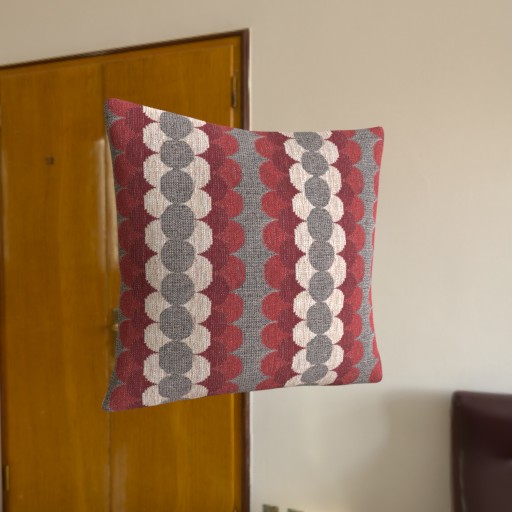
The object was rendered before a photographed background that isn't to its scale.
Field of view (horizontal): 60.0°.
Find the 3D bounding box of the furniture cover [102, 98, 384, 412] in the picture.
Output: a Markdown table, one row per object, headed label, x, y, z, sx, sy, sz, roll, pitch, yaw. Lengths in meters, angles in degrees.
| label | x | y | z | sx | sy | sz | roll | pitch | yaw |
| --- | --- | --- | --- | --- | --- | --- | --- | --- | --- |
| furniture cover | 0.000 | 0.000 | 0.654 | 0.435 | 0.420 | 0.145 | -1 | 2 | -18 |
